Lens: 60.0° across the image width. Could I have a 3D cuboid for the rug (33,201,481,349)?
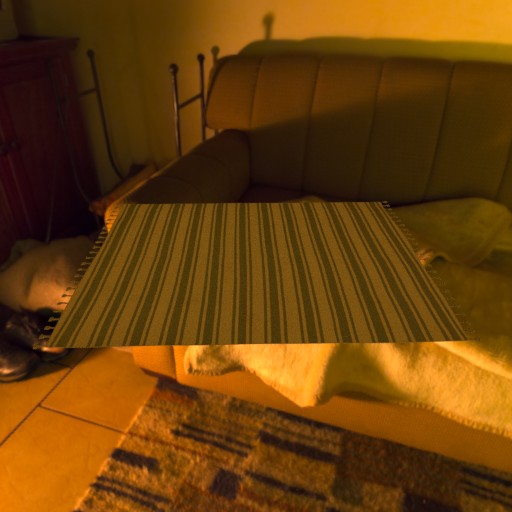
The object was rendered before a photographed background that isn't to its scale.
[{"bbox_3d":[0.000,0.000,4.162,3.201,0.005,2.439,-1,31,-1],"label":"rug"}]
